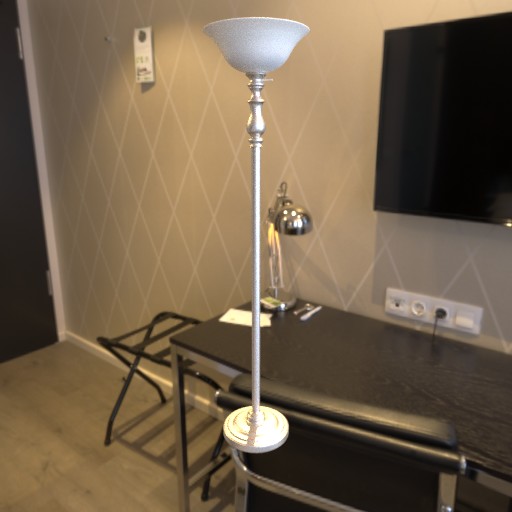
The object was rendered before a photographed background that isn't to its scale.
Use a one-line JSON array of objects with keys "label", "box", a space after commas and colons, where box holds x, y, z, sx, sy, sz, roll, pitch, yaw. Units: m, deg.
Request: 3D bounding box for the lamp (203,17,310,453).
[{"label": "lamp", "box": [0.000, 0.000, 1.916, 0.405, 1.771, 0.405, 2, 15, 8]}]
